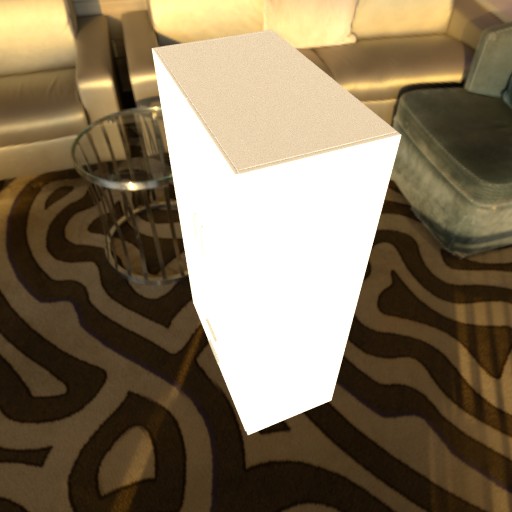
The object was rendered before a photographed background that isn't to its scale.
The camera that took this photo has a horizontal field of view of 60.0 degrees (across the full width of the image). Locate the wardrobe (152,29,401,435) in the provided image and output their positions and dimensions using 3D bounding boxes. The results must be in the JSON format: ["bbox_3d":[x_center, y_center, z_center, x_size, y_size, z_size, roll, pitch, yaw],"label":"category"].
[{"bbox_3d":[0.000,0.000,2.282,0.577,1.808,0.991,-17,48,-16],"label":"wardrobe"}]
